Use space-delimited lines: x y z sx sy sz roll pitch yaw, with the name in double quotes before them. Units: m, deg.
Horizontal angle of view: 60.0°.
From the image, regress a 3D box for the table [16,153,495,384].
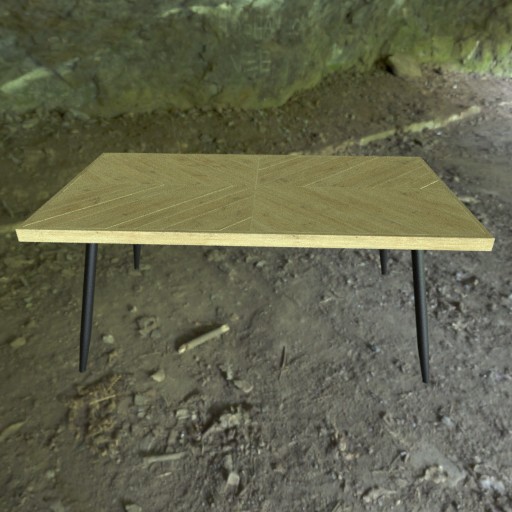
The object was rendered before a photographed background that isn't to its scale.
"table" 0.000 0.000 2.284 1.803 0.762 0.991 1 30 2
